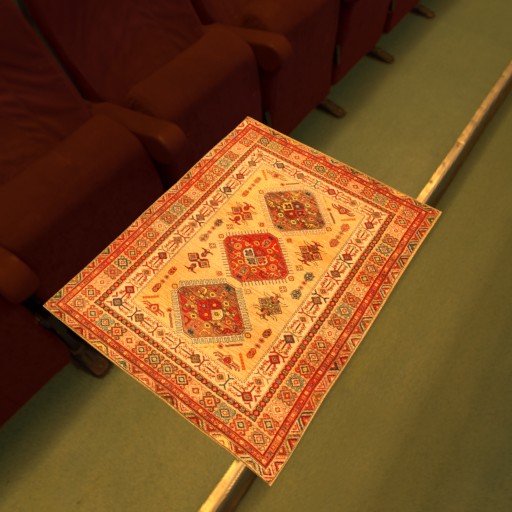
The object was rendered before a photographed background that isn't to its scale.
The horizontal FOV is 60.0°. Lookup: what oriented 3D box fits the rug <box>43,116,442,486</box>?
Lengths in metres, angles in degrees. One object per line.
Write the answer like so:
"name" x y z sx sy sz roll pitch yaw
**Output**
"rug" 0.000 0.000 4.215 2.460 0.005 3.067 31 63 18
